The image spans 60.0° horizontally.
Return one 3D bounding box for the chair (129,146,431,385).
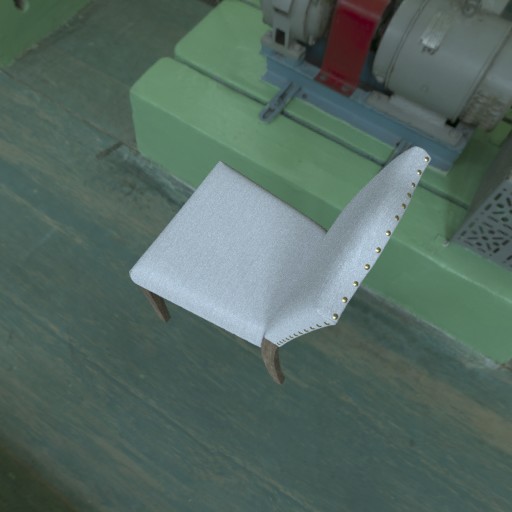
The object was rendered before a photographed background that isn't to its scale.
[{"bbox_3d":[0.000,0.000,1.347,0.620,1.020,0.508,30,69,13],"label":"chair"}]
